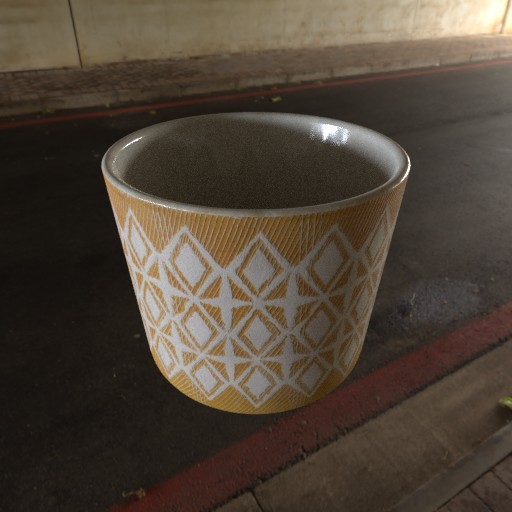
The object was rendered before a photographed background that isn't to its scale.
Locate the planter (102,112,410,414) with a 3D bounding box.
[{"bbox_3d":[0.000,0.000,0.331,0.193,0.165,0.193,0,32,0],"label":"planter"}]
